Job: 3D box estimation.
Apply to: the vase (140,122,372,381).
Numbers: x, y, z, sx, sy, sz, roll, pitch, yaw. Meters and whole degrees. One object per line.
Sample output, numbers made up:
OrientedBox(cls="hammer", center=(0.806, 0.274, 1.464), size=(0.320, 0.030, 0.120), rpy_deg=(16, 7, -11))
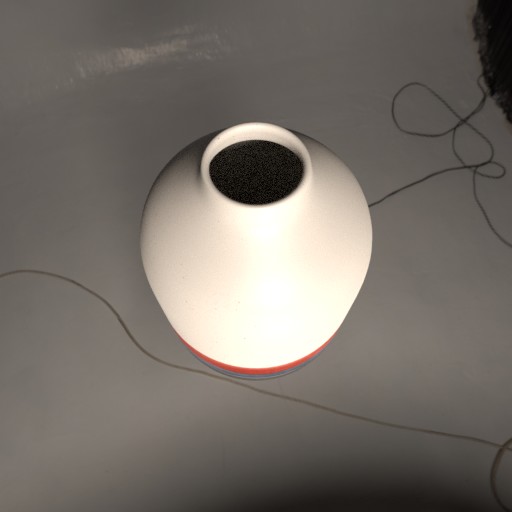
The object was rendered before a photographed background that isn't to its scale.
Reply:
OrientedBox(cls="vase", center=(0.000, 0.000, 0.359), size=(0.169, 0.237, 0.169), rpy_deg=(0, 63, 0))
